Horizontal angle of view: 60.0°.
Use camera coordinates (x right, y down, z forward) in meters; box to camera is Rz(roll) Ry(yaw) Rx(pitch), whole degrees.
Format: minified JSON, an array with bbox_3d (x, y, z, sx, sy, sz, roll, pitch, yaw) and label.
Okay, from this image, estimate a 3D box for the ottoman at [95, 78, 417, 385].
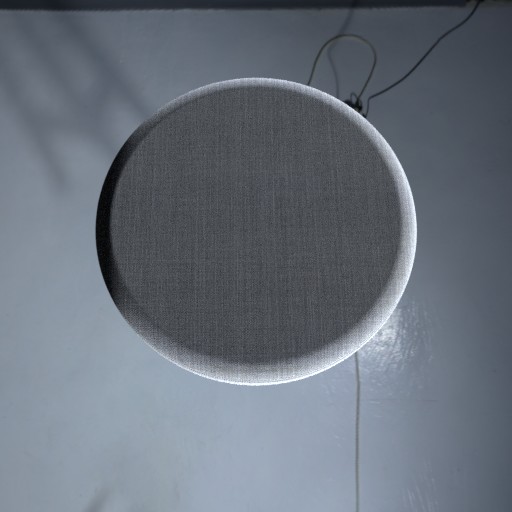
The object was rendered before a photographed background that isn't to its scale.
[{"bbox_3d":[0.000,0.000,0.731,0.400,0.406,0.400,0,75,0],"label":"ottoman"}]
